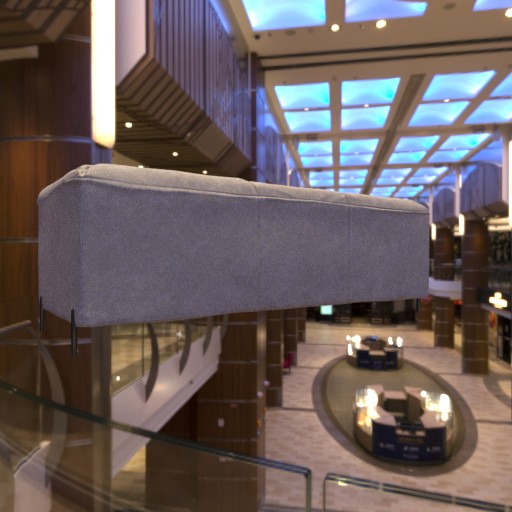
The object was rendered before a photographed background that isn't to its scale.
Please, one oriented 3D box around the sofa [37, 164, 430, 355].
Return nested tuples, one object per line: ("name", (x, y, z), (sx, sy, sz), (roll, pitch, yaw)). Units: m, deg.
("sofa", (0.000, 0.000, 2.613), (2.238, 0.758, 0.899), (0, 0, -36))
